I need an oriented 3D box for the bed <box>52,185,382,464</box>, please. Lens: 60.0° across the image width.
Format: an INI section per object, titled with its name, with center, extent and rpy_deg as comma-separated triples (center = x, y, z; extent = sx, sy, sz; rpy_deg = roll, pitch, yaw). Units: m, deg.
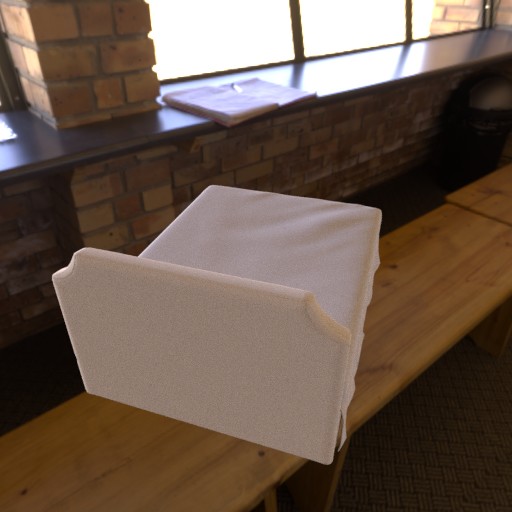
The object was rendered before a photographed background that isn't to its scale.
[bed]
center = 0.000, 0.000, 3.665
extent = 1.977, 1.293, 2.498
rpy_deg = 10, 35, 15
